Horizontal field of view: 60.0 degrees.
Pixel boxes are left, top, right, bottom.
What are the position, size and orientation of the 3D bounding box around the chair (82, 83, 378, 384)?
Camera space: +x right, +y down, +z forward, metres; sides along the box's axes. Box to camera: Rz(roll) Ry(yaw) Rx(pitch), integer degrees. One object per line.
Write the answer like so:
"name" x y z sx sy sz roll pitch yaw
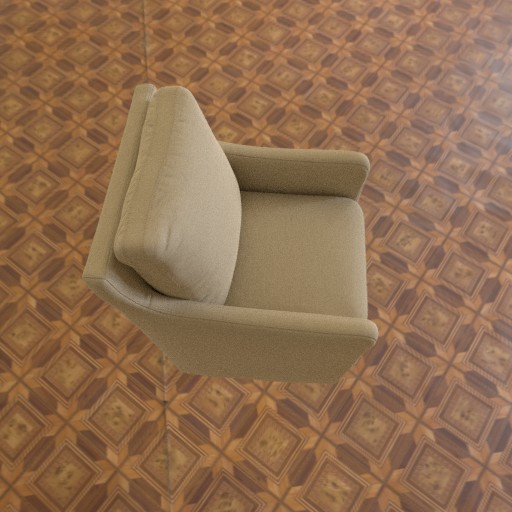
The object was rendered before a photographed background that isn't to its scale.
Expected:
"chair" 0.000 0.000 1.394 0.694 0.914 0.626 4 63 2
